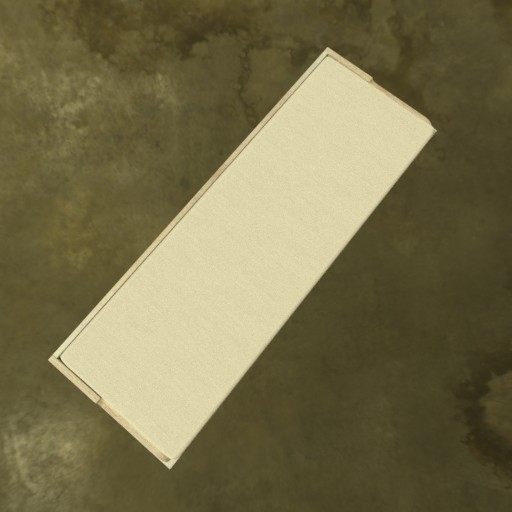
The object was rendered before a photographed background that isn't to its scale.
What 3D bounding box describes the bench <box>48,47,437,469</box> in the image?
[{"bbox_3d":[0.000,0.000,1.379,0.398,0.501,1.140,38,80,8],"label":"bench"}]
